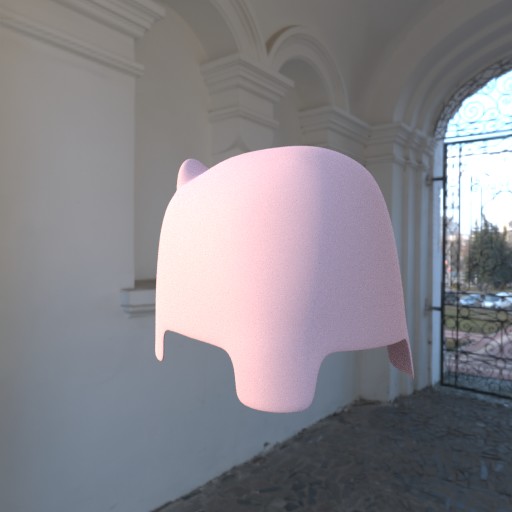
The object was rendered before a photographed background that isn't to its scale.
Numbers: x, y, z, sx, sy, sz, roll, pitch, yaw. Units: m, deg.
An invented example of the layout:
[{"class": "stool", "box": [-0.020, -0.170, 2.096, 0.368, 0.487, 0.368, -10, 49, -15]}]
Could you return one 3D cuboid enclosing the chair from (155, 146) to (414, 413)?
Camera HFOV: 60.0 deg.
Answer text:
[{"class": "chair", "box": [0.000, 0.000, 0.898, 0.364, 0.423, 0.619, 0, 1, -36]}]
